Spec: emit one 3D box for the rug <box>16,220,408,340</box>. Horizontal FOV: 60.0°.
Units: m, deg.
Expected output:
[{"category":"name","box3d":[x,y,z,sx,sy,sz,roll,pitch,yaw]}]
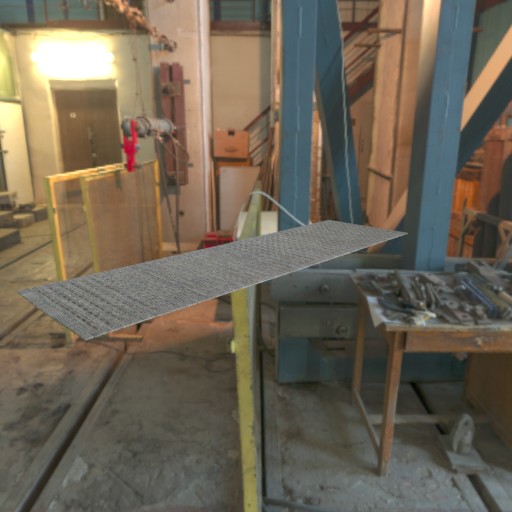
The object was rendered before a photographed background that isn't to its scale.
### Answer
[{"category":"rug","box3d":[0.000,0.000,2.642,0.706,0.009,2.443,15,22,43]}]
